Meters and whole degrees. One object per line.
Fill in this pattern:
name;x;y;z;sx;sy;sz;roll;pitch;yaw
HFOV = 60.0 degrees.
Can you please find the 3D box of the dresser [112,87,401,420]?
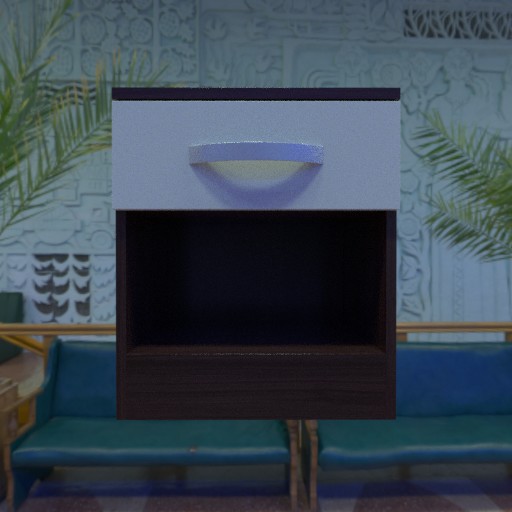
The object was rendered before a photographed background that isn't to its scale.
dresser;0.000;0.000;0.769;0.400;0.470;0.360;0;1;0
